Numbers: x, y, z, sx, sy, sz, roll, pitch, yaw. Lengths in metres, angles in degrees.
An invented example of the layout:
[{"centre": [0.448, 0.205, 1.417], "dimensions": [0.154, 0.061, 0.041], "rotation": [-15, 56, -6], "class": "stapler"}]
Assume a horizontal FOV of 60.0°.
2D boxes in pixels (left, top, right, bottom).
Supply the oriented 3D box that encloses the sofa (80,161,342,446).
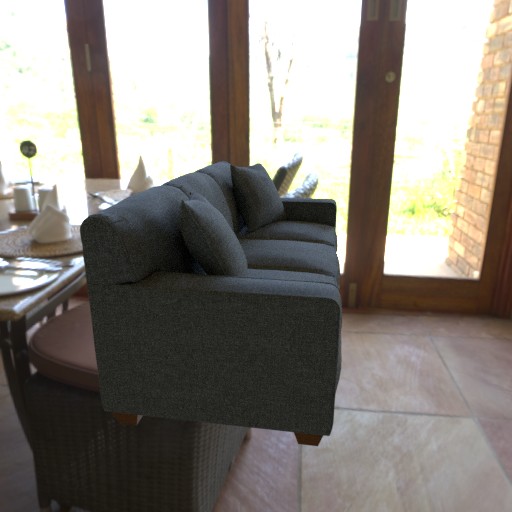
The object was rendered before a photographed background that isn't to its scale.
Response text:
[{"centre": [0.000, 0.000, 2.592], "dimensions": [0.997, 0.958, 2.024], "rotation": [3, 18, 9], "class": "sofa"}]
